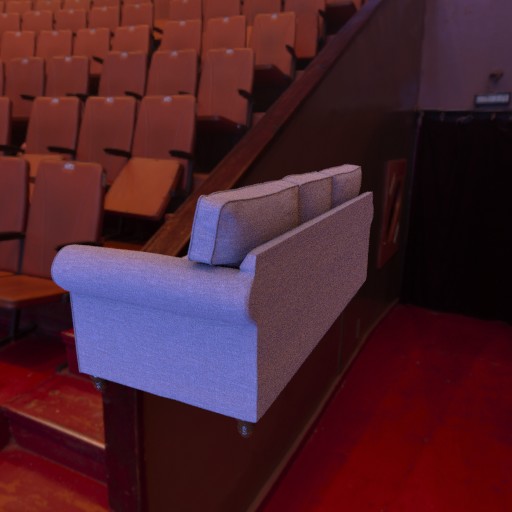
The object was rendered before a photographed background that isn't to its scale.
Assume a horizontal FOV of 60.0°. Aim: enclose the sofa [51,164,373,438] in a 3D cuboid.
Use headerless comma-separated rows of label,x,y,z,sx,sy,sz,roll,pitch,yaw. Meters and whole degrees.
sofa,0.000,0.000,2.550,0.916,0.961,2.084,7,17,25
